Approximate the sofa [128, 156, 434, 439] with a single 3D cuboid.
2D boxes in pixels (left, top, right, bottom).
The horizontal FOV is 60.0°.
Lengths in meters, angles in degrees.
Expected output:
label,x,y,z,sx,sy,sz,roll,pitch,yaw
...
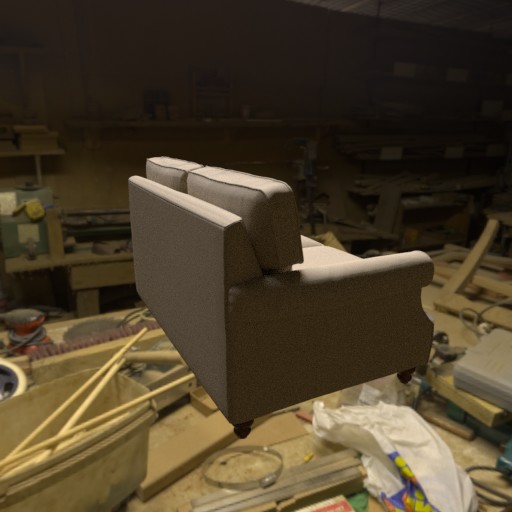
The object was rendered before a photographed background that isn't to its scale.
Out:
label,x,y,z,sx,sy,sz,roll,pitch,yaw
sofa,0.000,0.000,2.269,0.964,0.937,1.665,-8,18,-26
